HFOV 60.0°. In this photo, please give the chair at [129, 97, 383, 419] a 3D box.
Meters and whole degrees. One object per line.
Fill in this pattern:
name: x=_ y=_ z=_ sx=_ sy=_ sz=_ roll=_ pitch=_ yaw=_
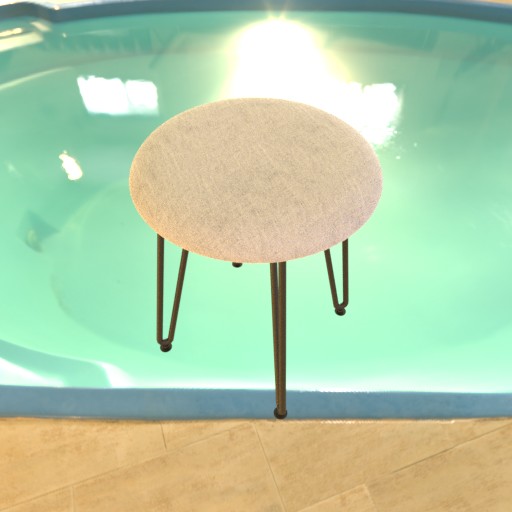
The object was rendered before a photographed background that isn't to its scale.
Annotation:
chair: x=0.000 y=0.000 z=0.665 sx=0.350 sy=0.386 sz=0.350 roll=-10 pitch=48 yaw=-9
